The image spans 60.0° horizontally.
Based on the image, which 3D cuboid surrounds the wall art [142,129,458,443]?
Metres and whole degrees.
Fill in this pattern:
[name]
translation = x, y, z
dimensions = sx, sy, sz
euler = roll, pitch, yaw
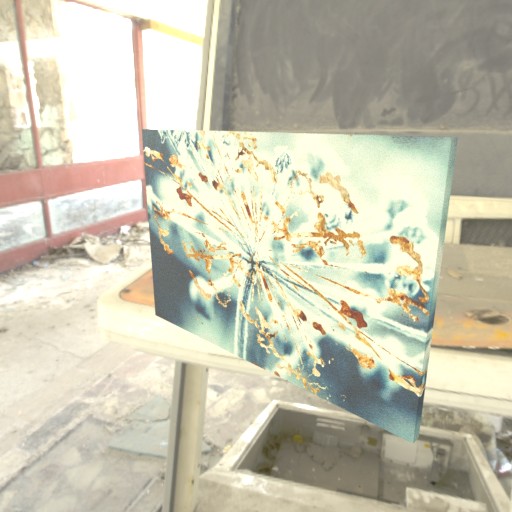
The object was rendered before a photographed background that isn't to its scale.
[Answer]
[wall art]
translation = 0.000, 0.000, 1.409
dimensions = 1.138, 0.759, 0.035
euler = 16, 23, 41
